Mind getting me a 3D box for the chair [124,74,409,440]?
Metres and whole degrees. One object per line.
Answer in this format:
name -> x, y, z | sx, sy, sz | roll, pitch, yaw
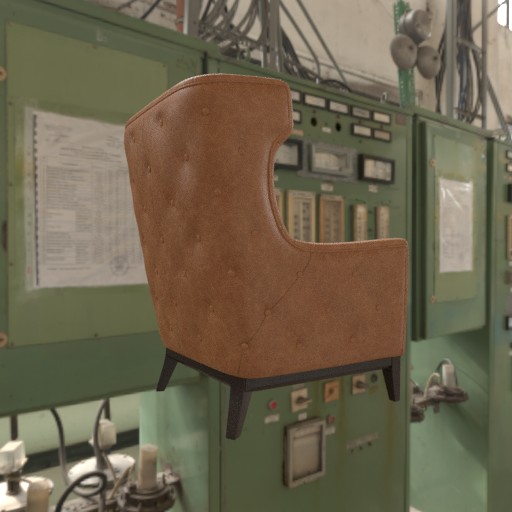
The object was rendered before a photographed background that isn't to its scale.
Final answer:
chair -> 0.000, 0.000, 1.702 | 0.899, 1.079, 0.766 | 0, 0, -35
